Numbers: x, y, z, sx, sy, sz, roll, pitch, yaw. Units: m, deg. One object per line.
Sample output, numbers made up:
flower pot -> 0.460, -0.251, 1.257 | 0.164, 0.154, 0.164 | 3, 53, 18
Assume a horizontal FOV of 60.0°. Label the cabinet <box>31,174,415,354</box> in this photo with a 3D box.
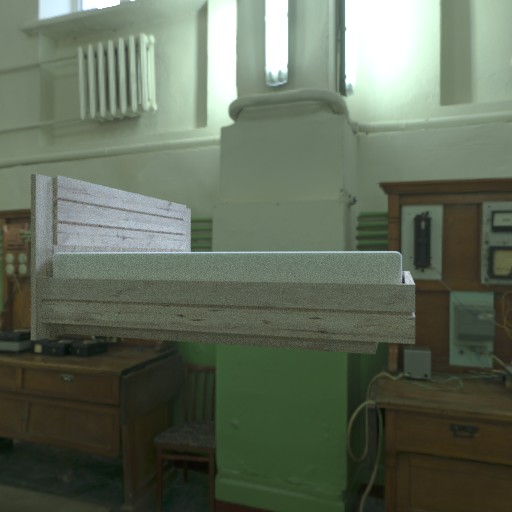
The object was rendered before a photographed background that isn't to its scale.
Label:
cabinet -> 0.000, 0.000, 3.145 | 2.080, 0.970, 1.950 | 0, 0, 18
